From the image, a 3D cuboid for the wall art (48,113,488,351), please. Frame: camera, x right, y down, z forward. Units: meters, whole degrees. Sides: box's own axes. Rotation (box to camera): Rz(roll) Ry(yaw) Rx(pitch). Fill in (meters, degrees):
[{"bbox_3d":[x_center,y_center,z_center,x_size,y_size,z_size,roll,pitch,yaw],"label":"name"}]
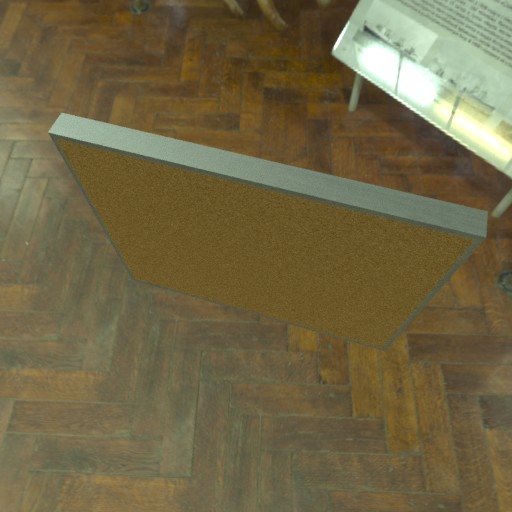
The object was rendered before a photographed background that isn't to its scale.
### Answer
[{"bbox_3d":[0.000,0.000,0.748,0.557,0.450,0.037,15,63,8],"label":"wall art"}]
